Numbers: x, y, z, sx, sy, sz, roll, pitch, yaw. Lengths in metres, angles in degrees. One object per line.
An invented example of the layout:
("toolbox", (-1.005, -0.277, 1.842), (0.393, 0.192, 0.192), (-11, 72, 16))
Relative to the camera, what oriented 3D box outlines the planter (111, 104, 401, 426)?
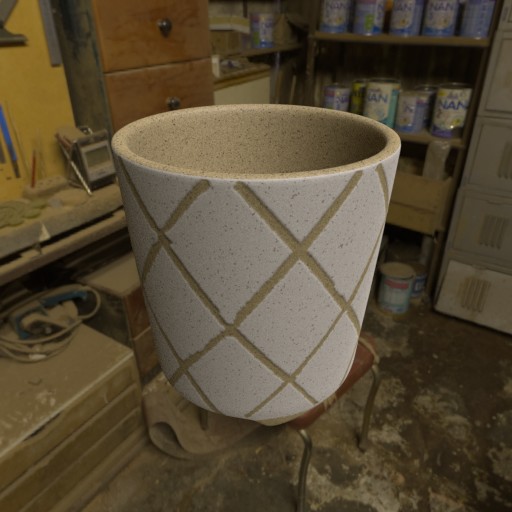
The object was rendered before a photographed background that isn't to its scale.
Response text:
("planter", (0.000, 0.000, 0.418), (0.228, 0.235, 0.228), (0, 30, 0))
